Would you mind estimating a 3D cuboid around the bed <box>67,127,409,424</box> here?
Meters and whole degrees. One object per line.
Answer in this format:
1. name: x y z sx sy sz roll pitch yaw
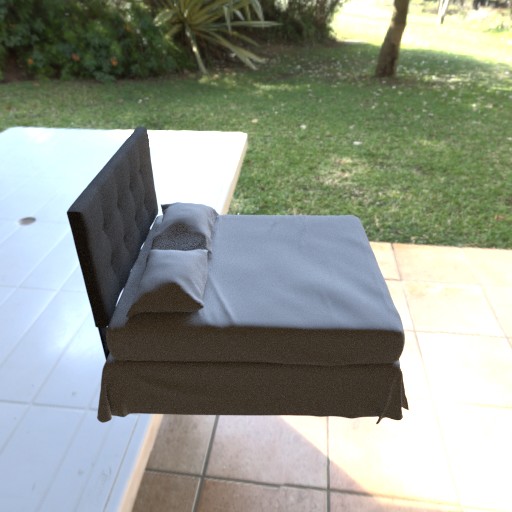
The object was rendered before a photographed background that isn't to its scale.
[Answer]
1. bed: 0.000 0.000 3.492 2.222 1.577 1.936 0 32 1
